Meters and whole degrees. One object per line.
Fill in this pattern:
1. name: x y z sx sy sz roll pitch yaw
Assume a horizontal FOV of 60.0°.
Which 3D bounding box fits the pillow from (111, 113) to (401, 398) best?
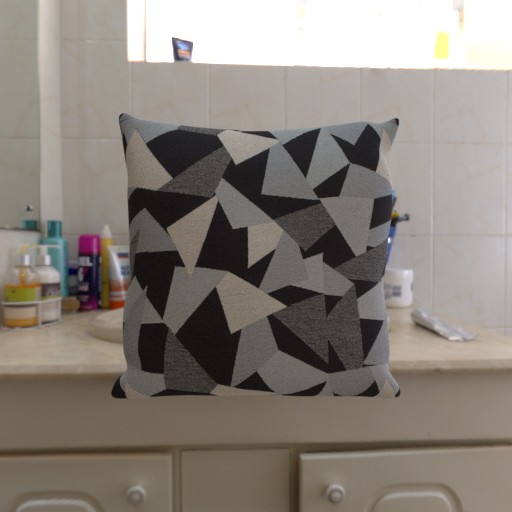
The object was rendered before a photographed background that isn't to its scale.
1. pillow: 0.000 0.000 0.766 0.503 0.496 0.208 0 0 0
